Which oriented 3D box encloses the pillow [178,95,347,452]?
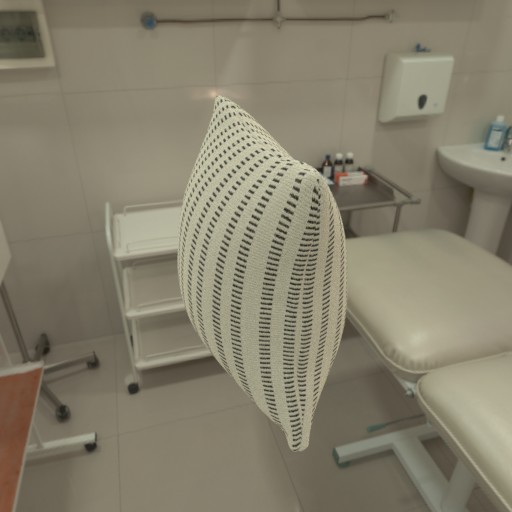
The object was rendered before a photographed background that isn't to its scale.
[{"bbox_3d":[0.000,0.000,0.709,0.247,0.419,0.438,-9,32,-14],"label":"pillow"}]
